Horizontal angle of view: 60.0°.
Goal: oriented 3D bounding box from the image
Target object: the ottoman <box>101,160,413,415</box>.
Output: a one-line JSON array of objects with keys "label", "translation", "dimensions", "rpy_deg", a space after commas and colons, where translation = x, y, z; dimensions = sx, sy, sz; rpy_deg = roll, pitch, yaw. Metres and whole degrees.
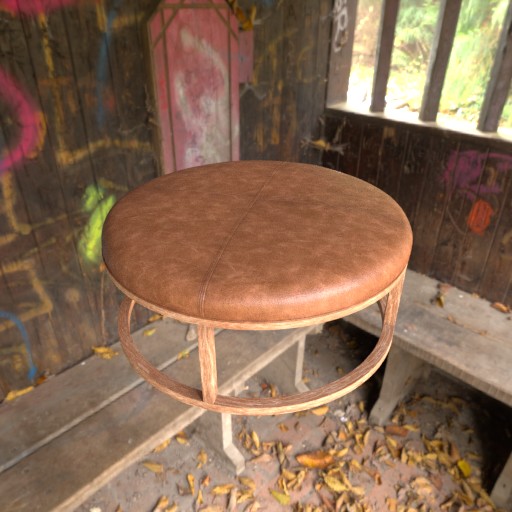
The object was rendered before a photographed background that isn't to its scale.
[{"label": "ottoman", "translation": [0.000, 0.000, 1.552], "dimensions": [1.006, 0.445, 1.006], "rpy_deg": [0, 31, 0]}]
